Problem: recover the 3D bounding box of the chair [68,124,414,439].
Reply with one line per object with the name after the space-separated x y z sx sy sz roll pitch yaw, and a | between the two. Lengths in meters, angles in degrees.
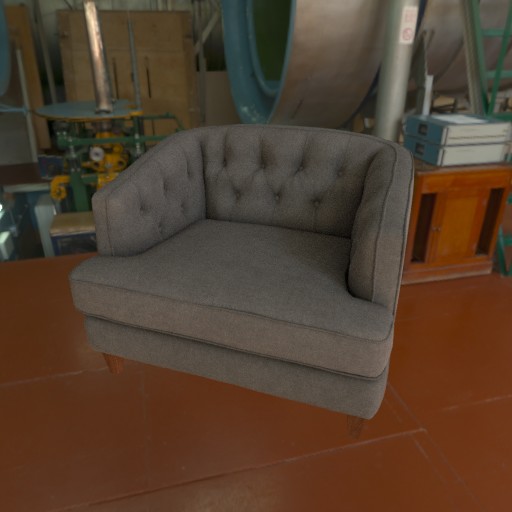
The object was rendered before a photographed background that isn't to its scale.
0.000 0.000 1.746 1.104 0.852 0.941 9 28 17 | chair
